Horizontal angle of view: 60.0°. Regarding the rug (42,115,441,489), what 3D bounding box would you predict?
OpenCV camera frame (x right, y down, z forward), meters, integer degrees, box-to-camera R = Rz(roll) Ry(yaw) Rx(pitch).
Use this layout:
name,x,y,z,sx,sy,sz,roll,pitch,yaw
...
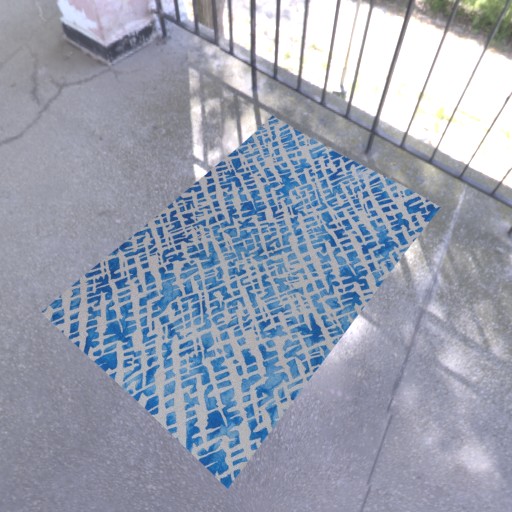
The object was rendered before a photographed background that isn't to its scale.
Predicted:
name,x,y,z,sx,sy,sz,roll,pitch,yaw
rug,0.000,0.000,2.335,1.209,0.011,1.830,35,64,19
